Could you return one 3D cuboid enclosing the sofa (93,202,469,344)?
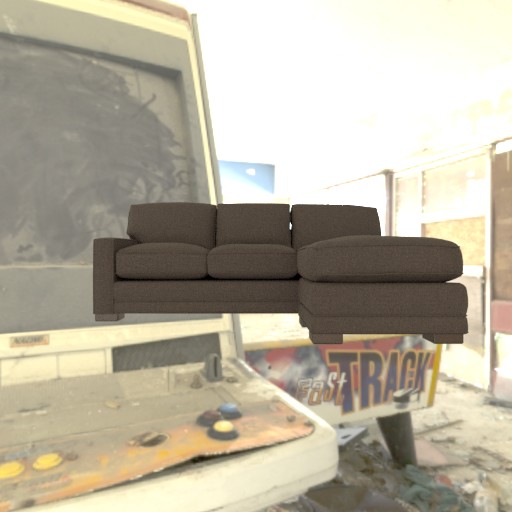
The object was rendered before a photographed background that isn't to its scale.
[{"bbox_3d":[0.000,0.000,3.298,2.370,0.973,1.790,0,0,0],"label":"sofa"}]
